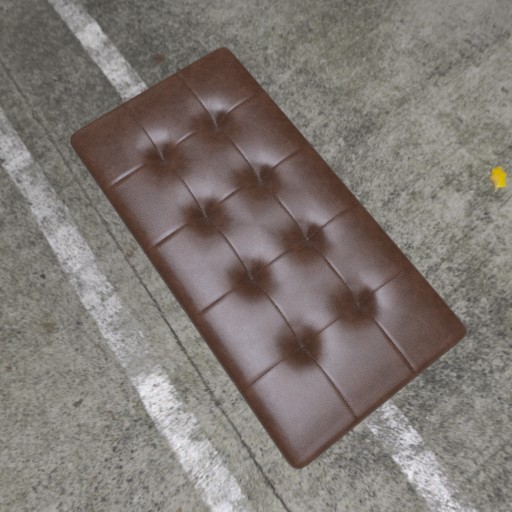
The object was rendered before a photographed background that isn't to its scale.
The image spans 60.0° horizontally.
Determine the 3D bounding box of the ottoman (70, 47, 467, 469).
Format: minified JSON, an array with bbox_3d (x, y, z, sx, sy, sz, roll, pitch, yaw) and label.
[{"bbox_3d":[0.000,0.000,1.110,0.432,0.470,0.838,-35,77,-9],"label":"ottoman"}]
